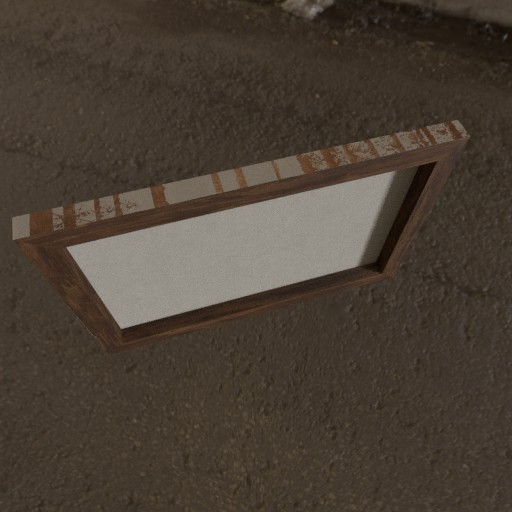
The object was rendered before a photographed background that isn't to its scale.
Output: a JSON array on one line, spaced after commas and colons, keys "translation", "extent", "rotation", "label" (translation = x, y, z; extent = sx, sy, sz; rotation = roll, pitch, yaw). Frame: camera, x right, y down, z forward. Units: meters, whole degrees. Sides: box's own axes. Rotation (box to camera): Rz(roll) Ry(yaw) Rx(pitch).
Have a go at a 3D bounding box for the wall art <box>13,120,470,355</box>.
[{"translation": [0.000, 0.000, 0.749], "extent": [0.609, 0.405, 0.035], "rotation": [-14, 59, -9], "label": "wall art"}]
